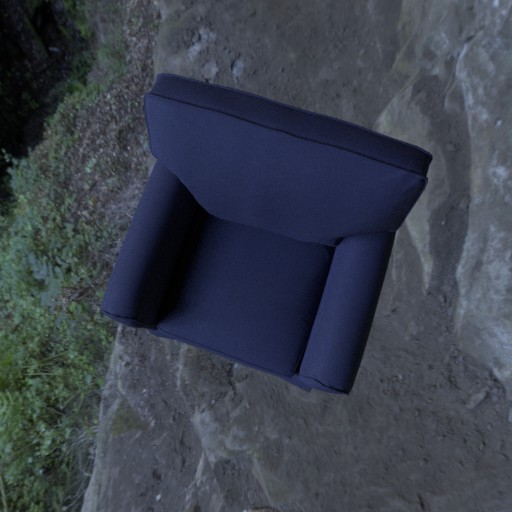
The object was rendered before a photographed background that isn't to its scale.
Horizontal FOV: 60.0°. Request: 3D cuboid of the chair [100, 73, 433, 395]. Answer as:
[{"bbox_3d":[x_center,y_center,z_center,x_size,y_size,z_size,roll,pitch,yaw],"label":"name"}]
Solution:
[{"bbox_3d":[0.000,0.000,1.962,1.119,1.140,1.002,18,78,4],"label":"chair"}]
